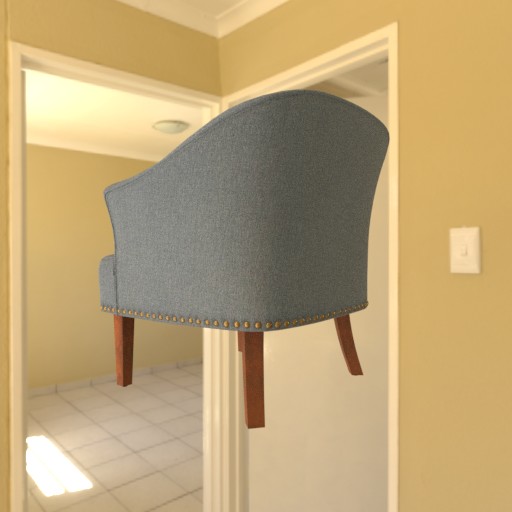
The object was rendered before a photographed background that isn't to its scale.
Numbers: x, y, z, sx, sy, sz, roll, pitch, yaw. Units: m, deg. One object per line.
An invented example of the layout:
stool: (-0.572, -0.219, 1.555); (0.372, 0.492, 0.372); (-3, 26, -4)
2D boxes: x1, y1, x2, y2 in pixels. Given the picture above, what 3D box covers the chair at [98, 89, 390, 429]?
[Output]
chair: (0.000, 0.000, 1.405); (0.704, 0.815, 0.798); (1, 1, 38)
